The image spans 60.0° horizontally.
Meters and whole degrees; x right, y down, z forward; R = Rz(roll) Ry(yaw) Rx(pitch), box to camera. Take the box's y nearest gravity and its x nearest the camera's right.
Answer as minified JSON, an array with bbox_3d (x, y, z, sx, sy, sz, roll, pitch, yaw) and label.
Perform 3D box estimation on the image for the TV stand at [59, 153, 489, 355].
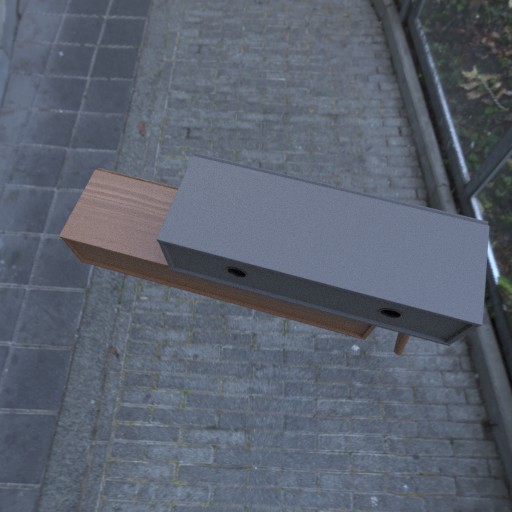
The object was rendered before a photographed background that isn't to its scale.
[{"bbox_3d":[0.000,0.000,1.581,1.336,0.591,0.329,15,65,7],"label":"TV stand"}]
